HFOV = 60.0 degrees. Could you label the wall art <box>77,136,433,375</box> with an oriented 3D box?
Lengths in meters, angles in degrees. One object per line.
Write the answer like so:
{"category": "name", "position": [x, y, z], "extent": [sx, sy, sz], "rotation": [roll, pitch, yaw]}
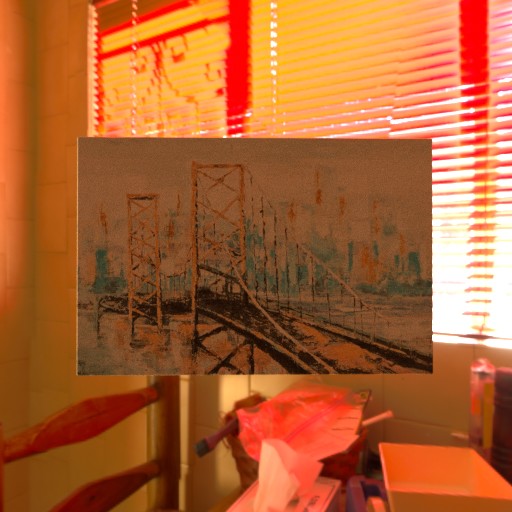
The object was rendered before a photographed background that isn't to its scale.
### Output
{"category": "wall art", "position": [0.000, 0.000, 1.153], "extent": [0.913, 0.609, 0.038], "rotation": [0, 0, -1]}
